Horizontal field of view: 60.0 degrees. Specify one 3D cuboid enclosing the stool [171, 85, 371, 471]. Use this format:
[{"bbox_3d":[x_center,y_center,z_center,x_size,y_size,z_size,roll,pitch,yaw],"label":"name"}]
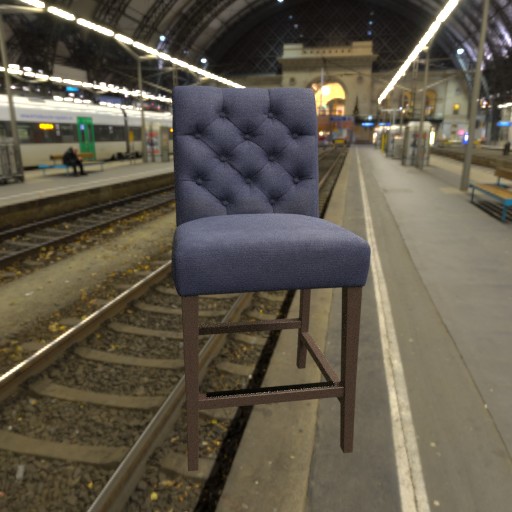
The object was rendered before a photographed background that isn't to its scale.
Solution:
[{"bbox_3d":[0.000,0.000,1.341,0.493,1.010,0.601,-2,15,-9],"label":"stool"}]
